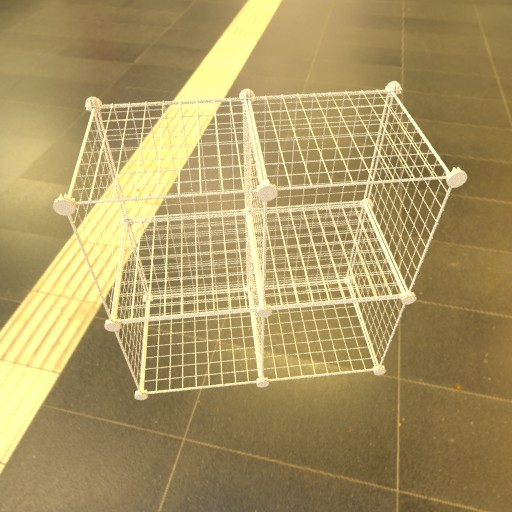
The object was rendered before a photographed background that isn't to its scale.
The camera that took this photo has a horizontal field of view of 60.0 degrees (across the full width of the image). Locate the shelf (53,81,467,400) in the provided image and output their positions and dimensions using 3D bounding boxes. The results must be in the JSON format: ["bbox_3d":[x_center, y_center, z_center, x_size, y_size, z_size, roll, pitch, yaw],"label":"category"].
[{"bbox_3d":[0.000,0.000,1.125,0.711,0.711,0.356,-5,46,-4],"label":"shelf"}]
